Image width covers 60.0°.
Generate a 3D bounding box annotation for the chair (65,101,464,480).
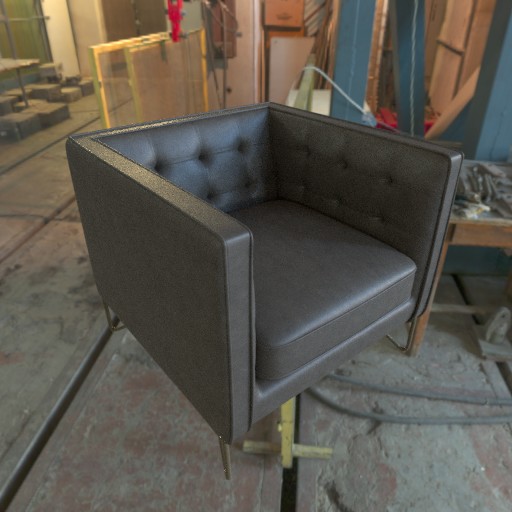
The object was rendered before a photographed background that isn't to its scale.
[{"bbox_3d":[0.000,0.000,1.519,0.880,0.790,0.894,-22,37,-33],"label":"chair"}]
